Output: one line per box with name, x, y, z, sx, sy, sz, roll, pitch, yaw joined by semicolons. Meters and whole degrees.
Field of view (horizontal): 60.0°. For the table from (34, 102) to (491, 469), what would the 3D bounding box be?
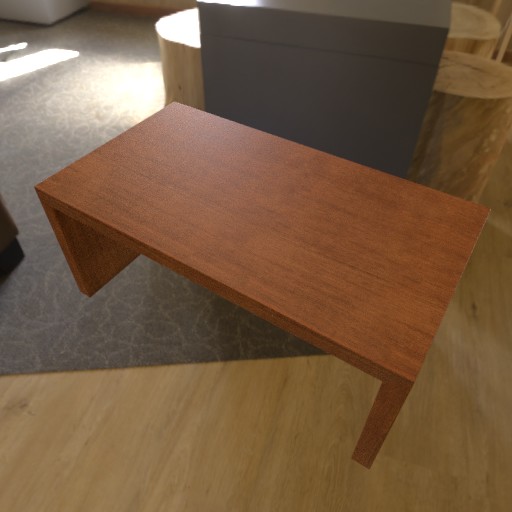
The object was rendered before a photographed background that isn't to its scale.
table;0.000;0.000;1.250;1.000;0.419;0.549;25;51;22
